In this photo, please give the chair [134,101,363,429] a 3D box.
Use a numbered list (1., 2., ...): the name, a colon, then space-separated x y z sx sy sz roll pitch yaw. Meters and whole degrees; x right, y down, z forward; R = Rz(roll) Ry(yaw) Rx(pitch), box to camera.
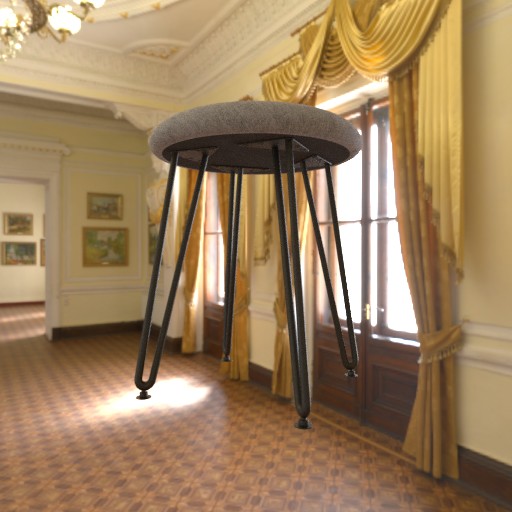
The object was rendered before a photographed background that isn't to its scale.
1. chair: 0.000 0.000 0.659 0.350 0.386 0.350 0 0 -19
